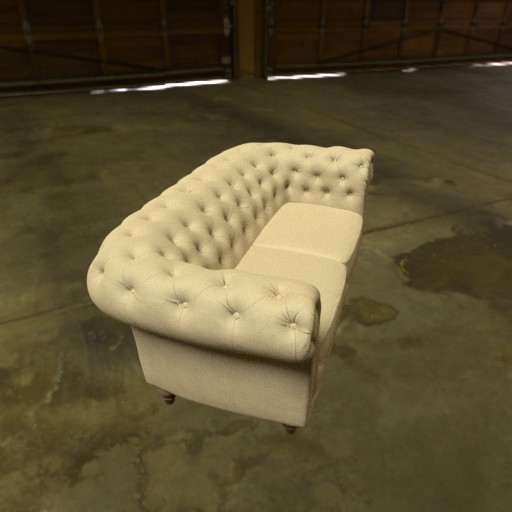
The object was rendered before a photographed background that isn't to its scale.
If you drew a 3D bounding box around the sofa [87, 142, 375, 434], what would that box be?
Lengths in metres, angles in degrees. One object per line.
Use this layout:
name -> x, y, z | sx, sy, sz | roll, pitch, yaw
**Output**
sofa -> 0.000, 0.000, 2.490 | 1.069, 0.835, 1.988 | 10, 31, 16
